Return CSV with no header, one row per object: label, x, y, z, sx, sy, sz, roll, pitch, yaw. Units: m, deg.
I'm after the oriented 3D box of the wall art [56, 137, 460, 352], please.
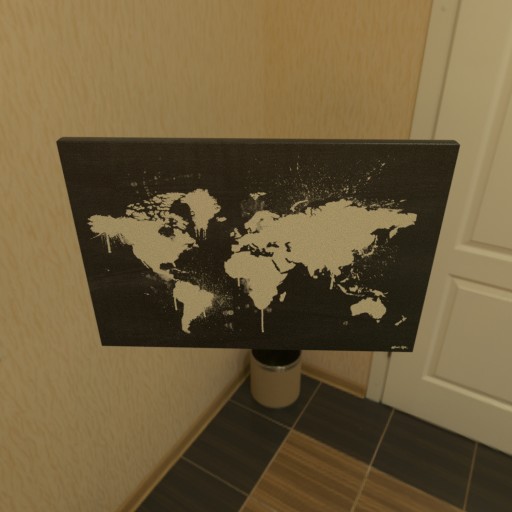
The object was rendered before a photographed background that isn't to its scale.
wall art,0.000,0.000,1.164,0.912,0.612,0.038,1,30,1
